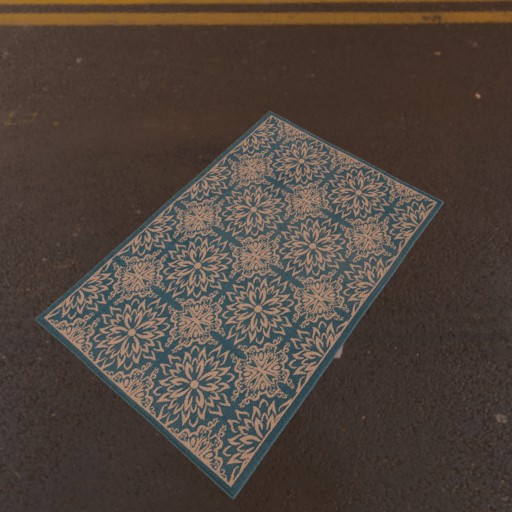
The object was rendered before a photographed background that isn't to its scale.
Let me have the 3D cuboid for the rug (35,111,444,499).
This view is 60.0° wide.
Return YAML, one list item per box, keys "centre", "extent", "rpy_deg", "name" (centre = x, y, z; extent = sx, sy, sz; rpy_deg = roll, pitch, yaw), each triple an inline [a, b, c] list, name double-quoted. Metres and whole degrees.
- centre: [0.000, 0.000, 2.268]
  extent: [1.211, 0.012, 1.833]
  rpy_deg: [34, 64, 19]
  name: "rug"
